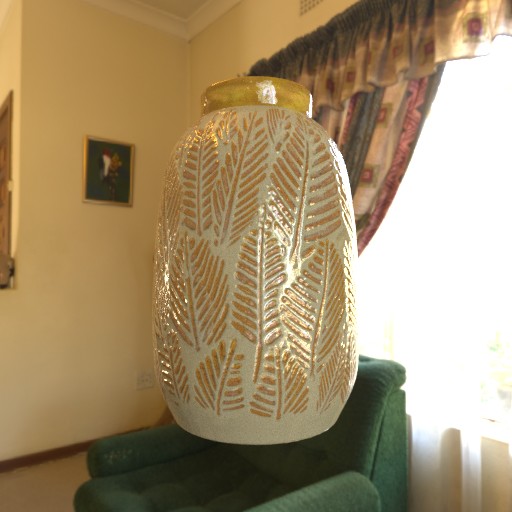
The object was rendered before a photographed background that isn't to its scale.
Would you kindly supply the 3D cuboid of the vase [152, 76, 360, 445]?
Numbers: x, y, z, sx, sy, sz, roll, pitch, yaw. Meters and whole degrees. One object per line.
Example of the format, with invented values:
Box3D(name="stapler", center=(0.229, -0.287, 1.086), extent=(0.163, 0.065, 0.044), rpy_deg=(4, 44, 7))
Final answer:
Box3D(name="vase", center=(0.000, 0.000, 0.379), extent=(0.172, 0.270, 0.172), rpy_deg=(0, -1, 0))
